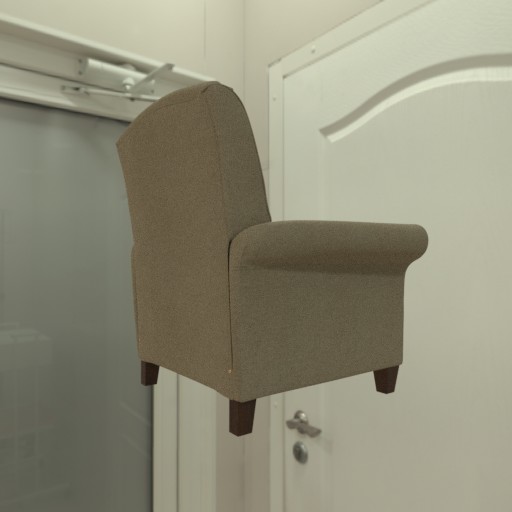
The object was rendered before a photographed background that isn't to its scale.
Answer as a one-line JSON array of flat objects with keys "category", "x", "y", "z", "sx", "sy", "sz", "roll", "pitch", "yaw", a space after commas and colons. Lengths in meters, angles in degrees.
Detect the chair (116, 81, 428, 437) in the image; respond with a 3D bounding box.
[{"category": "chair", "x": 0.000, "y": 0.000, "z": 1.770, "sx": 0.905, "sy": 1.061, "sz": 0.978, "roll": 1, "pitch": -1, "yaw": -37}]
